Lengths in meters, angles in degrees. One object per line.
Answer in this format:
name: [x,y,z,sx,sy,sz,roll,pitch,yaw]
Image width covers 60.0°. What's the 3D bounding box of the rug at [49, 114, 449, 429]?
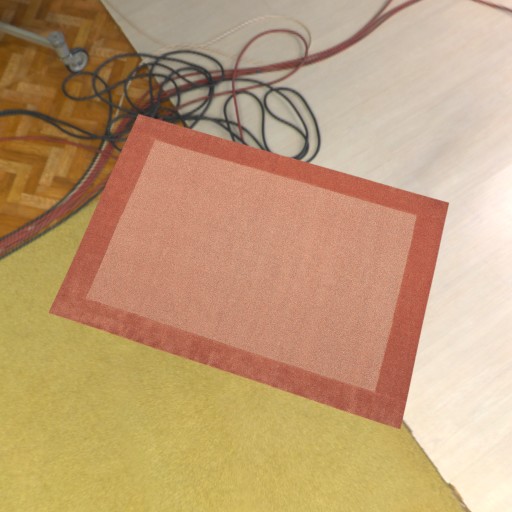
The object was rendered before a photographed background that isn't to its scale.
rug: [0.000,0.000,2.342,1.829,0.014,1.219,17,75,5]
